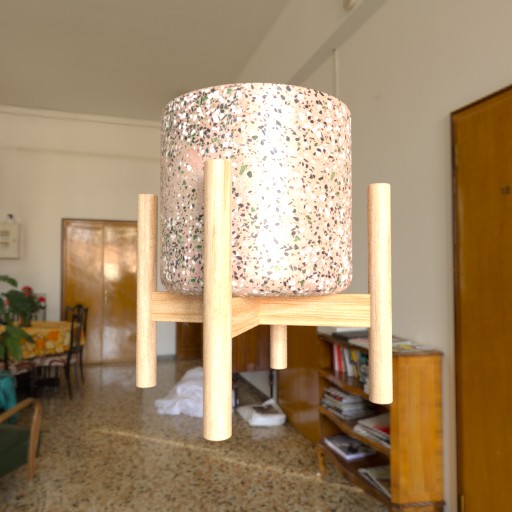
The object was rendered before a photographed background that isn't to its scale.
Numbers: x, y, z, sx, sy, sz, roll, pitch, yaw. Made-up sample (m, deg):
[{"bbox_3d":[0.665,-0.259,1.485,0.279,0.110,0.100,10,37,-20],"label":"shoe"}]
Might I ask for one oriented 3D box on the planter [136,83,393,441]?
[{"bbox_3d":[0.000,0.000,0.524,0.284,0.320,0.284,-2,-3,36],"label":"planter"}]
